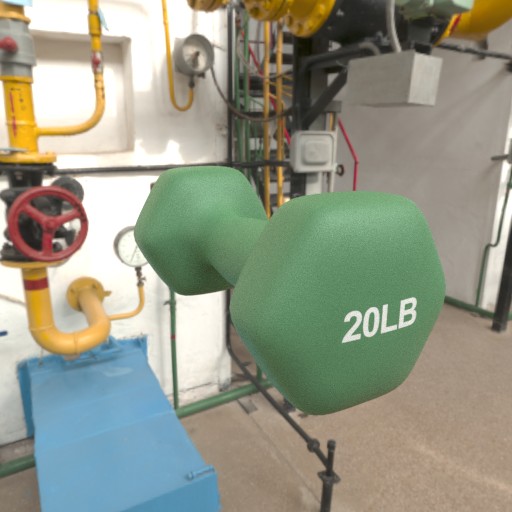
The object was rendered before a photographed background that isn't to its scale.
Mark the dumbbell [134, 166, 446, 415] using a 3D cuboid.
[{"bbox_3d":[0.000,0.000,0.321,0.126,0.114,0.257,-8,18,-27],"label":"dumbbell"}]
